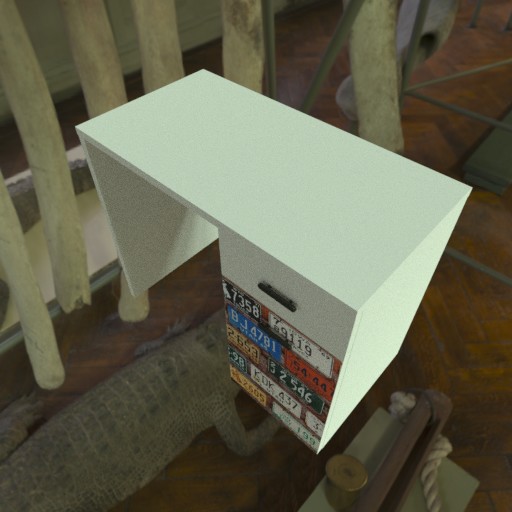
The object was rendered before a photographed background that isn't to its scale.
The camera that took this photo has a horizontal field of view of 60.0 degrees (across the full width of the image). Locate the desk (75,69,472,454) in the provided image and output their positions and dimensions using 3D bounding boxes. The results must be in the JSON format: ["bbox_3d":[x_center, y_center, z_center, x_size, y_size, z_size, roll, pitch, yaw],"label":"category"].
[{"bbox_3d":[0.000,0.000,1.363,0.898,0.730,0.482,34,56,27],"label":"desk"}]
